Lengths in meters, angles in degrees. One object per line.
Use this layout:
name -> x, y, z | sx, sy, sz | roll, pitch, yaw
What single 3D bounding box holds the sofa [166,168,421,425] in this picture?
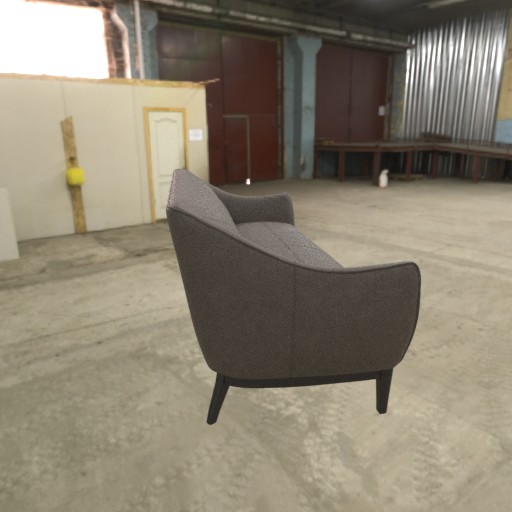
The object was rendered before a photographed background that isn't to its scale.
sofa -> 0.000, 0.000, 2.380 | 0.869, 0.831, 1.928 | -2, 15, -9
